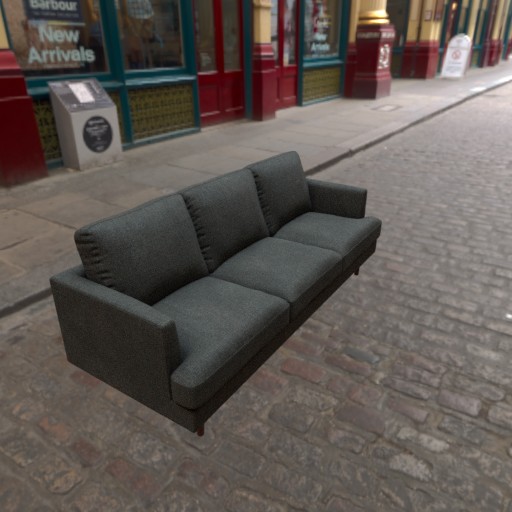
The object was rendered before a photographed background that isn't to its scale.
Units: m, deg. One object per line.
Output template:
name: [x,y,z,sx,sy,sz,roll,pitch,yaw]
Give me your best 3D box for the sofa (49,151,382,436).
sofa: [0.000,0.000,2.799,0.903,0.930,2.246,16,30,30]
